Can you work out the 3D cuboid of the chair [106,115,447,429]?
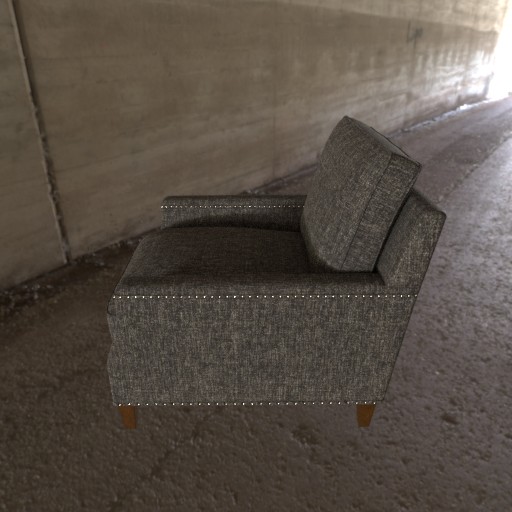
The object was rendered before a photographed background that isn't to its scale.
[{"bbox_3d":[0.000,0.000,1.694,1.014,0.943,0.853,0,26,-1],"label":"chair"}]
